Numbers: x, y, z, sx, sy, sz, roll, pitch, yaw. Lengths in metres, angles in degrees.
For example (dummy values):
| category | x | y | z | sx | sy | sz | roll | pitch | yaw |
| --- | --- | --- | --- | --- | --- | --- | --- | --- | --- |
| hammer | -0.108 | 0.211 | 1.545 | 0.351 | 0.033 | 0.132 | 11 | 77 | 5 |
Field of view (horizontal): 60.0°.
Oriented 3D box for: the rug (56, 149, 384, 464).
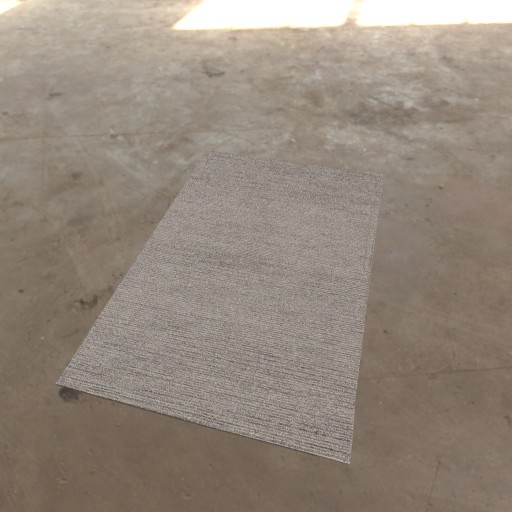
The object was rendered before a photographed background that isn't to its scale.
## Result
| category | x | y | z | sx | sy | sz | roll | pitch | yaw |
| --- | --- | --- | --- | --- | --- | --- | --- | --- | --- |
| rug | 0.000 | 0.000 | 2.254 | 1.162 | 0.022 | 1.804 | 11 | 46 | 11 |
